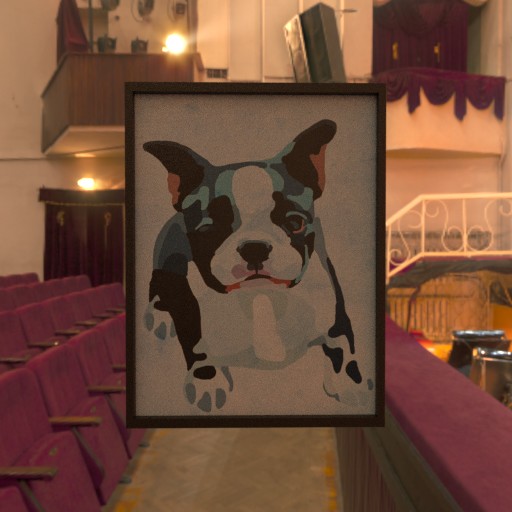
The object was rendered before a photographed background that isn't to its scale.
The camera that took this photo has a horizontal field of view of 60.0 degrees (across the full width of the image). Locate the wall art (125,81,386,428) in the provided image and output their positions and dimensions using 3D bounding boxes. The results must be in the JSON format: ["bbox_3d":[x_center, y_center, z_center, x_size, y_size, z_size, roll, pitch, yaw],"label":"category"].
[{"bbox_3d":[0.000,0.000,1.331,0.774,1.027,0.030,0,1,-1],"label":"wall art"}]
